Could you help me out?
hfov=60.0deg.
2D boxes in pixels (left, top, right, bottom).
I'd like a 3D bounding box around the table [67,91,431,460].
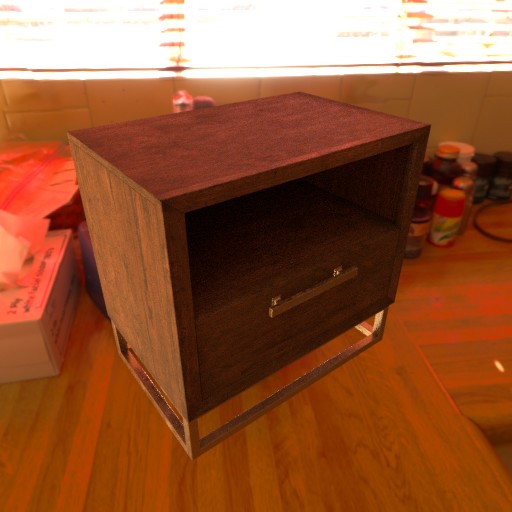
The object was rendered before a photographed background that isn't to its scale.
[{"bbox_3d":[0.000,0.000,1.301,0.767,0.746,0.542,-22,38,-31],"label":"table"}]
